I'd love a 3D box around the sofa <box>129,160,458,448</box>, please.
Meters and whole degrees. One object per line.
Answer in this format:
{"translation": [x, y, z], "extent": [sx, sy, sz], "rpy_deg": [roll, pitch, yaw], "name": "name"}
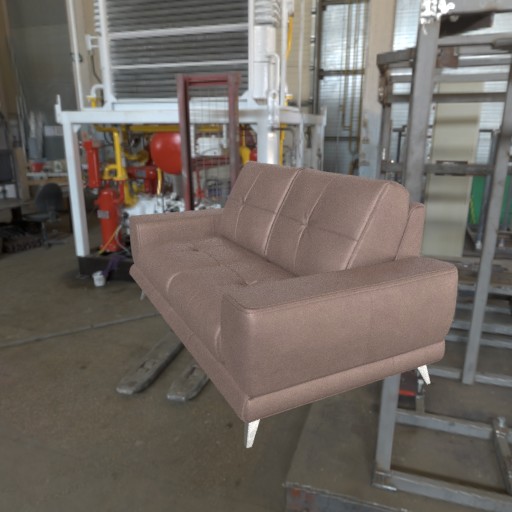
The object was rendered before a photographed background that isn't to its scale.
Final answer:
{"translation": [0.000, 0.000, 2.375], "extent": [1.018, 0.907, 1.806], "rpy_deg": [-8, 18, -26], "name": "sofa"}
